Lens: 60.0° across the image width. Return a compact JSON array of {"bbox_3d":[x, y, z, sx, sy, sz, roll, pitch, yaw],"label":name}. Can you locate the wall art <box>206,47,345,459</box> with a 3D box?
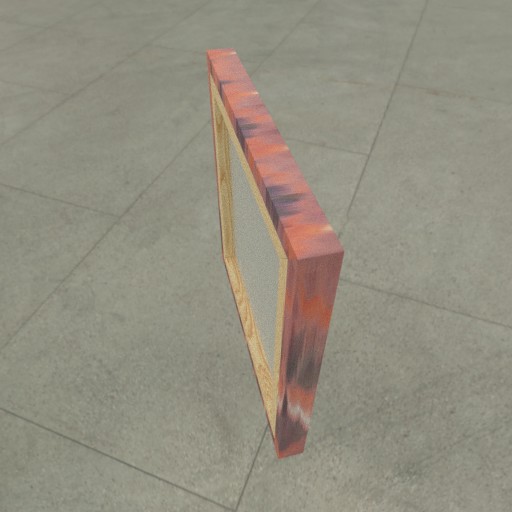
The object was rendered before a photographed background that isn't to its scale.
[{"bbox_3d":[0.000,0.000,0.612,0.038,0.406,0.403,-10,47,-10],"label":"wall art"}]
